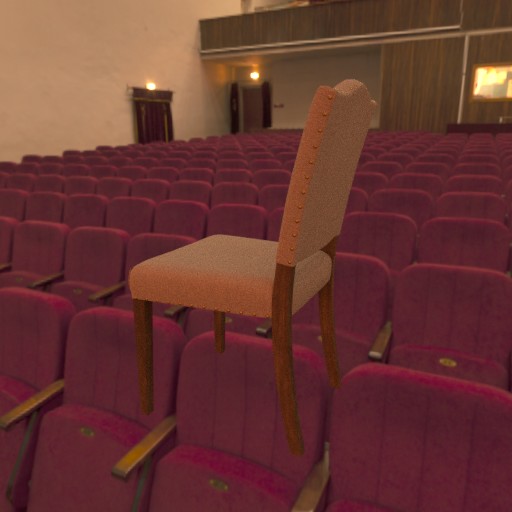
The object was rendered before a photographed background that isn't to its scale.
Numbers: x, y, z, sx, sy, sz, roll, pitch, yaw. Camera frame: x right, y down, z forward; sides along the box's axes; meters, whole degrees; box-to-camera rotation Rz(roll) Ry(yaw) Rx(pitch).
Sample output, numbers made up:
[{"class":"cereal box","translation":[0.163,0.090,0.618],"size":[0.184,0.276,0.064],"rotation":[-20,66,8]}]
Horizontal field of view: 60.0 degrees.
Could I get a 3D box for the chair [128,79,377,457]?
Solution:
[{"class":"chair","translation":[0.000,0.000,1.404],"size":[0.620,1.020,0.508],"rotation":[8,17,25]}]
